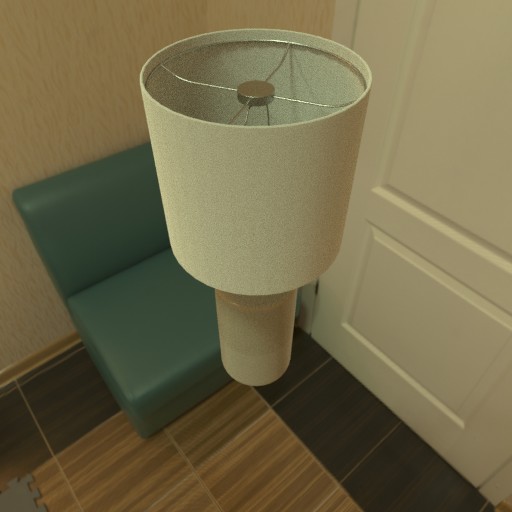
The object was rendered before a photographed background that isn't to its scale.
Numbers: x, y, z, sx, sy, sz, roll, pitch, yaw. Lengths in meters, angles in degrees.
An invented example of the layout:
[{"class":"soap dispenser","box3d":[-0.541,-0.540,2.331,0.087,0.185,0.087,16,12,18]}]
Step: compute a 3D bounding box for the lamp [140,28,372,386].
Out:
[{"class":"lamp","box3d":[0.000,0.000,0.585,0.212,0.493,0.212,15,48,15]}]
